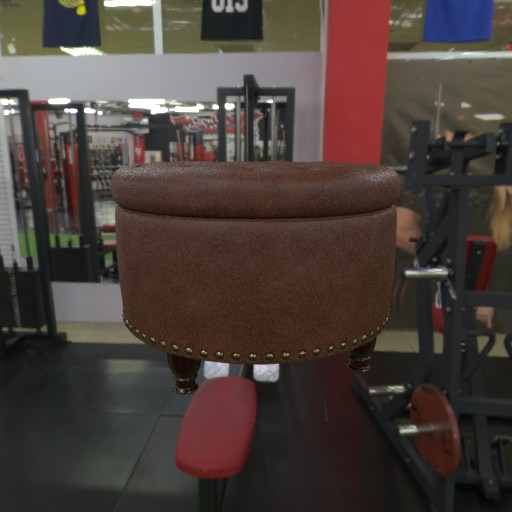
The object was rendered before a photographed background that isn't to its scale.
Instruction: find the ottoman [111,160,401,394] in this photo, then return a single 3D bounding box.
[{"bbox_3d":[0.000,0.000,1.062,0.637,0.442,0.637,0,13,0],"label":"ottoman"}]
